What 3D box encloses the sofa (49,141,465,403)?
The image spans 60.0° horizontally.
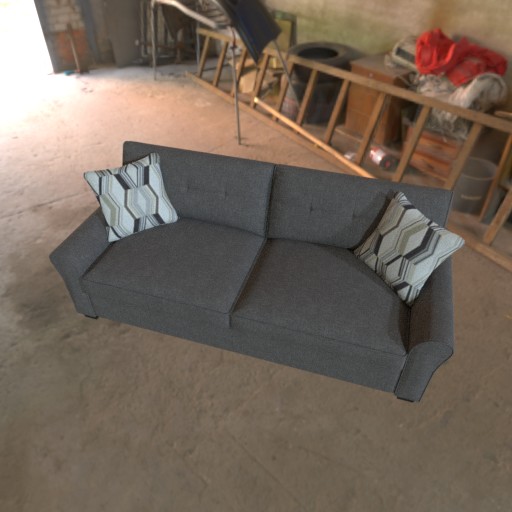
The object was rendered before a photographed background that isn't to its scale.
[{"bbox_3d":[0.000,0.000,2.456,2.032,0.813,0.889,12,42,13],"label":"sofa"}]
